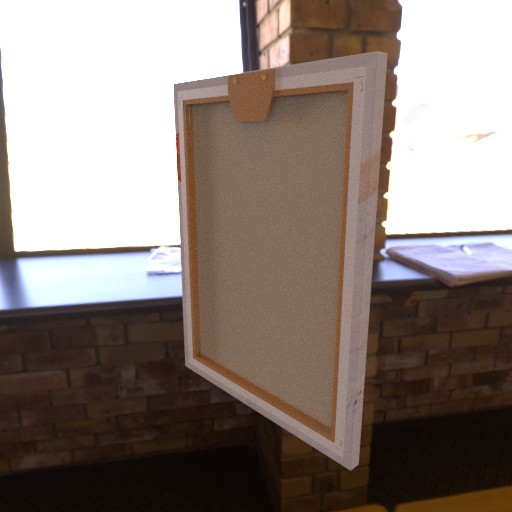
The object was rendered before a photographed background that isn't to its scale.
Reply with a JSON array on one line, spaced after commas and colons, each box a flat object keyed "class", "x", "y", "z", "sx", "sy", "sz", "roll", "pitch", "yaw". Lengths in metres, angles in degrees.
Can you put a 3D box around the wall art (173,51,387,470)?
[{"class": "wall art", "x": 0.000, "y": 0.000, "z": 1.307, "sx": 0.045, "sy": 1.014, "sz": 0.759, "roll": -14, "pitch": 20, "yaw": -41}]
